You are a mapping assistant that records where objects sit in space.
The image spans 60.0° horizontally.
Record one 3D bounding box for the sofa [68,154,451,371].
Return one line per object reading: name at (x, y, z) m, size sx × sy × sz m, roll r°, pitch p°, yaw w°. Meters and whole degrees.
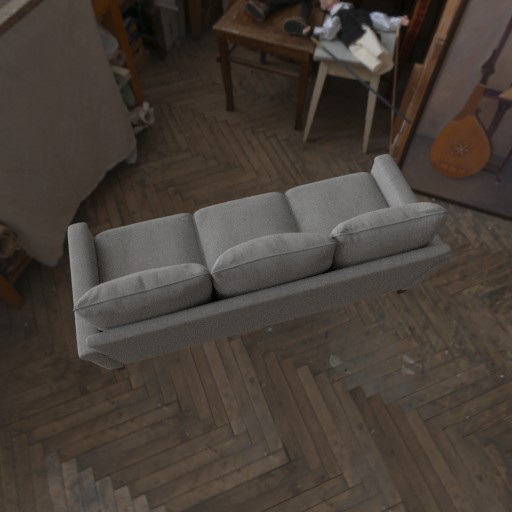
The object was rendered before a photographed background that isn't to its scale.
sofa at (0.000, 0.000, 2.483) m, size 1.925 × 0.959 × 0.828 m, roll -14°, pitch 61°, yaw -8°
